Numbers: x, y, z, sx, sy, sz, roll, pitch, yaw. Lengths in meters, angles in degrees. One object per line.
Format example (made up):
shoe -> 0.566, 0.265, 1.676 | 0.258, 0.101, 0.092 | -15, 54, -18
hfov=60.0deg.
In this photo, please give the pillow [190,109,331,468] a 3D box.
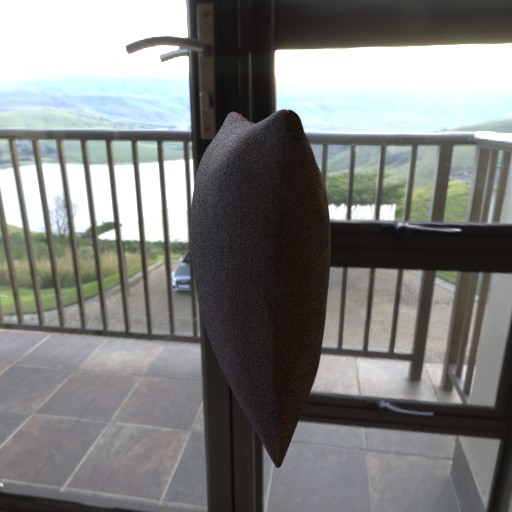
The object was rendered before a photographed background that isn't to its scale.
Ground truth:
pillow -> 0.000, 0.000, 0.702 | 0.204, 0.439, 0.452 | -3, 18, -9
